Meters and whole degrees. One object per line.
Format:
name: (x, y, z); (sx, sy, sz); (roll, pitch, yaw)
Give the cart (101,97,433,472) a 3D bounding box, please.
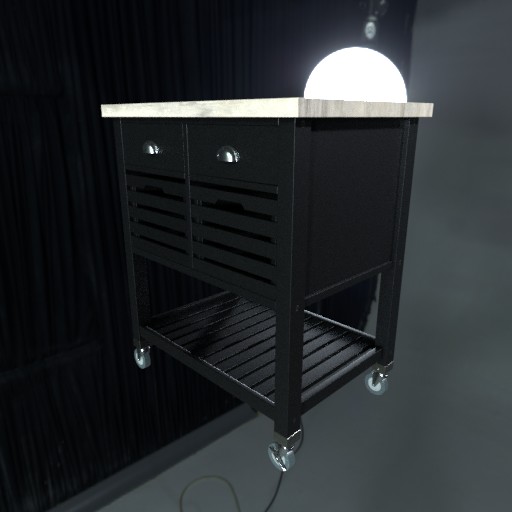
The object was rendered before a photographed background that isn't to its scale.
cart: (0.000, 0.000, 1.421); (0.567, 0.920, 0.797); (-17, 24, -42)
